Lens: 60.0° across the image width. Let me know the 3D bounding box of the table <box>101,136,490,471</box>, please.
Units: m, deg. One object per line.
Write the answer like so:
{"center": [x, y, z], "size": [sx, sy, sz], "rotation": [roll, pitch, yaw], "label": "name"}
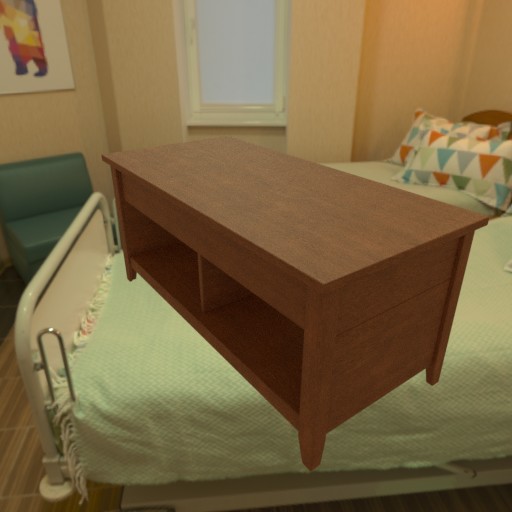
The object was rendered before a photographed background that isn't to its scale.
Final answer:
{"center": [0.000, 0.000, 1.278], "size": [0.483, 0.457, 1.016], "rotation": [-18, 32, -32], "label": "table"}
